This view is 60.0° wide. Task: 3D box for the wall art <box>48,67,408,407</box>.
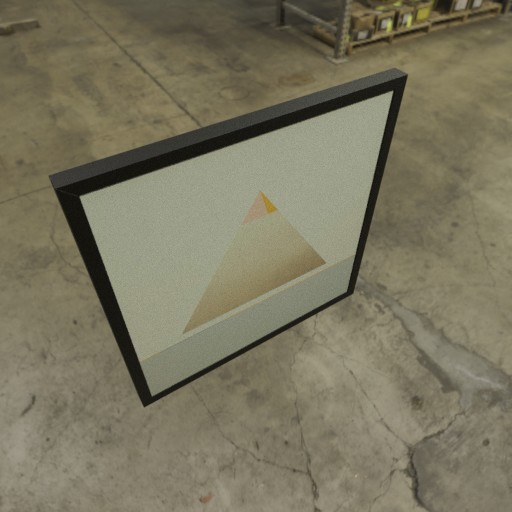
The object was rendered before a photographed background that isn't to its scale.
[{"bbox_3d":[0.000,0.000,1.123,0.769,0.766,0.042,-24,51,-22],"label":"wall art"}]
